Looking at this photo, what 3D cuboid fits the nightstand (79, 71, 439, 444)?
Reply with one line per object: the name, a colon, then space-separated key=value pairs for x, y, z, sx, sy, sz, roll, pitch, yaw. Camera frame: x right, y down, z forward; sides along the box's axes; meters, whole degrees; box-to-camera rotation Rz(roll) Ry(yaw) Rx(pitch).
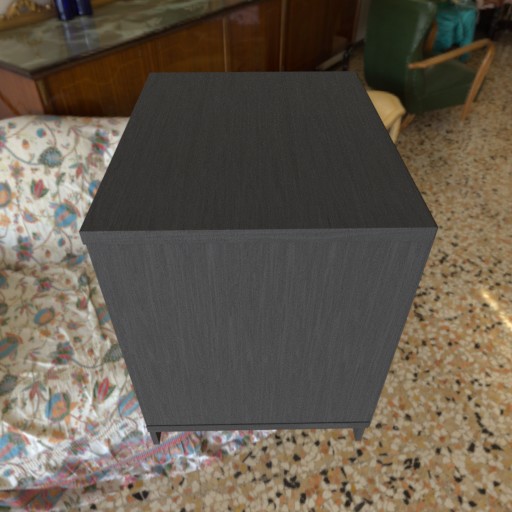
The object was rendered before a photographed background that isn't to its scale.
nightstand: x=0.000 y=0.000 z=0.733 sx=0.347 sy=0.448 sz=0.427 roll=-1 pitch=42 yaw=-1
